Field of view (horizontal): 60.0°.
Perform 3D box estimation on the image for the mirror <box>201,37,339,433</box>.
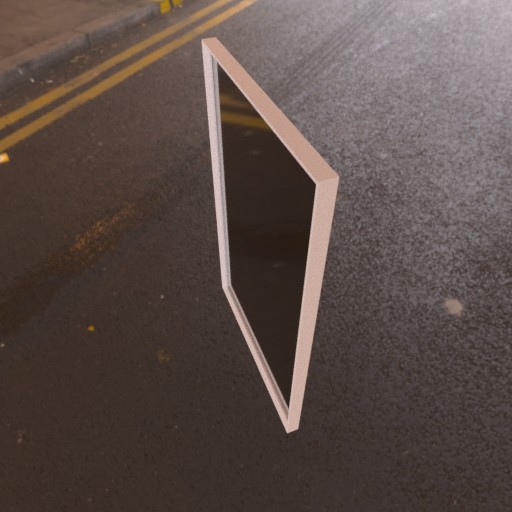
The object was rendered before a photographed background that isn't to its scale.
[{"bbox_3d":[0.000,0.000,1.192,0.041,0.915,0.609,-16,48,-15],"label":"mirror"}]
